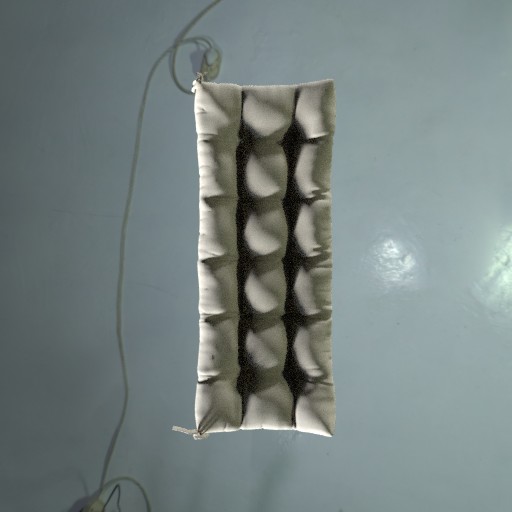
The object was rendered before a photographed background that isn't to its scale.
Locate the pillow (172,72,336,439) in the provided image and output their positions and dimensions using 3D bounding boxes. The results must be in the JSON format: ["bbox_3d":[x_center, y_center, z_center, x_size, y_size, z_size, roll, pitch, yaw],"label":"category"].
[{"bbox_3d":[0.000,0.000,1.414,0.511,0.174,1.194,0,90,1],"label":"pillow"}]
